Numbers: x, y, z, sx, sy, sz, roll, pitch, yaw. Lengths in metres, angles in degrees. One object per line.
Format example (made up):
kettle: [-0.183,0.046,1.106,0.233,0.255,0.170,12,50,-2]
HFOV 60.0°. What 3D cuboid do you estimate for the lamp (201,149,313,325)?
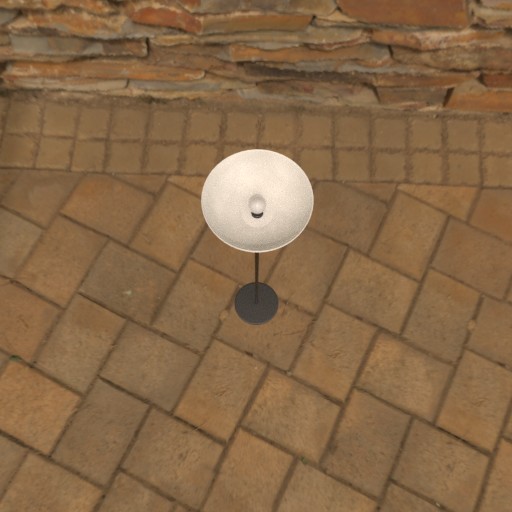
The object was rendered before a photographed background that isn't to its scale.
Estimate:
lamp: [0.000,0.000,1.970,0.279,1.804,0.442,-2,76,-1]
